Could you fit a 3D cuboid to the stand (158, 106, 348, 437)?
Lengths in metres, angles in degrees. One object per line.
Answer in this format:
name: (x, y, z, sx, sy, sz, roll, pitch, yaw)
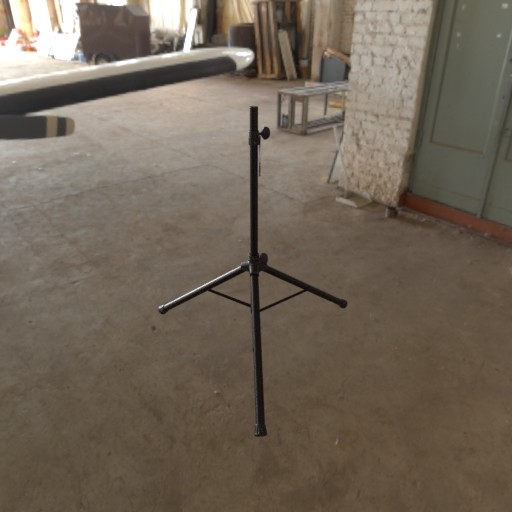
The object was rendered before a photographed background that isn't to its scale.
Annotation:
stand: (0.000, 0.000, 1.833, 1.045, 1.136, 0.907, -1, 28, -1)
